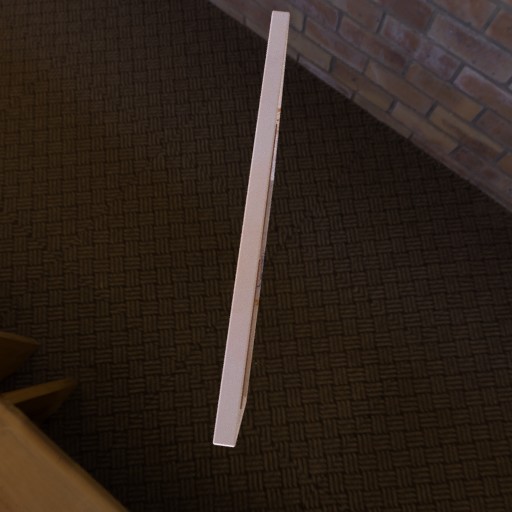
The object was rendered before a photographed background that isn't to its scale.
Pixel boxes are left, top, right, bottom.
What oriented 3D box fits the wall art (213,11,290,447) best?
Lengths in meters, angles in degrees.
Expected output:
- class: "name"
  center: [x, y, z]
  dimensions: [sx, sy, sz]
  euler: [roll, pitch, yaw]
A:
- class: "wall art"
  center: [0.000, 0.000, 1.293]
  dimensions: [0.038, 0.889, 0.889]
  euler: [7, 76, 2]
